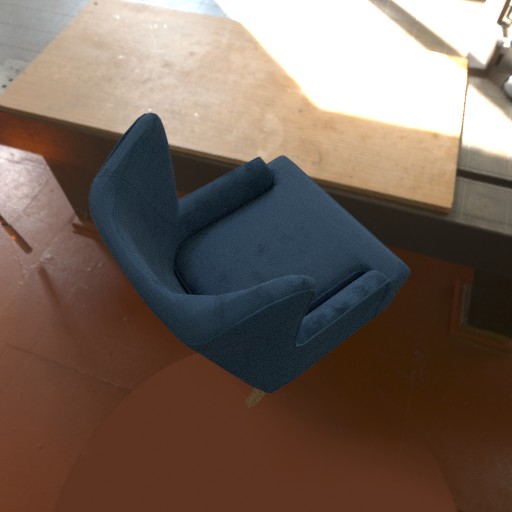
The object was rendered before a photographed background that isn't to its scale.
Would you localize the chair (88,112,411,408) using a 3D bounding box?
[{"bbox_3d":[0.000,0.000,1.651,0.910,0.952,0.793,-32,63,-19],"label":"chair"}]
